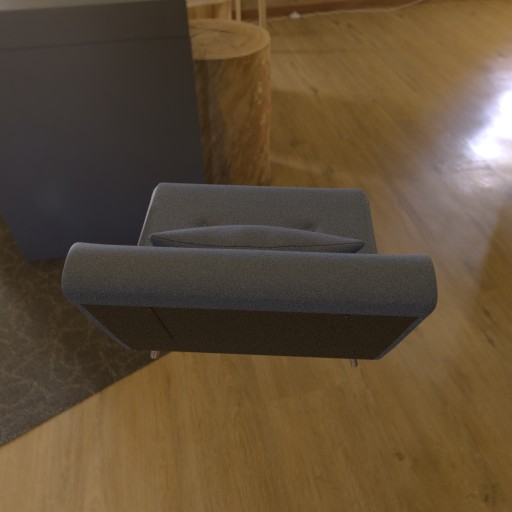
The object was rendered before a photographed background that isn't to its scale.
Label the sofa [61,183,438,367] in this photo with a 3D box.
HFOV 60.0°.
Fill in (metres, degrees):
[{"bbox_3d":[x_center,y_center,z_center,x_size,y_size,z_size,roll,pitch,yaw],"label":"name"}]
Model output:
[{"bbox_3d":[0.000,0.000,1.746,0.999,0.860,0.996,2,48,2],"label":"sofa"}]
